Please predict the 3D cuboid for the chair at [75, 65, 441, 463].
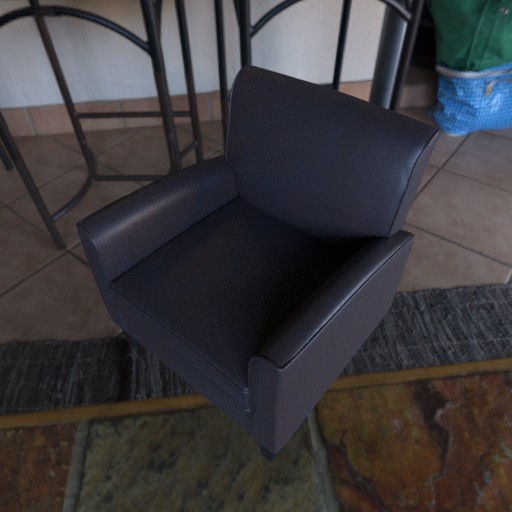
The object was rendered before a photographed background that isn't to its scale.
[{"bbox_3d":[0.000,0.000,1.534,0.820,0.916,0.819,30,52,27],"label":"chair"}]
